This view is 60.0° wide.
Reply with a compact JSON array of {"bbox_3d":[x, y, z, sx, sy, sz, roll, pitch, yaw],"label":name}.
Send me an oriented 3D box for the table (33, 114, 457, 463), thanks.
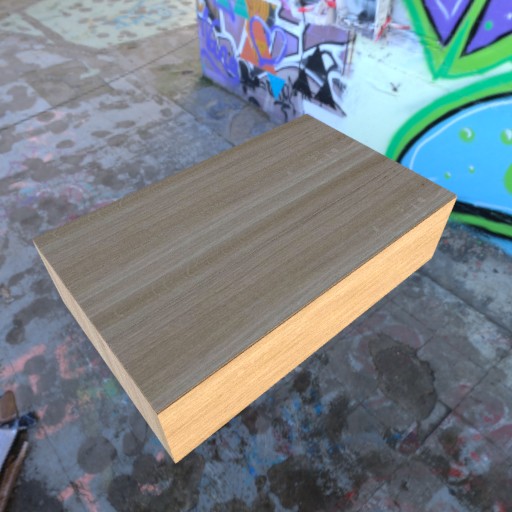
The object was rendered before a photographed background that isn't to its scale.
[{"bbox_3d":[0.000,0.000,1.467,1.110,0.353,0.678,-32,54,-27],"label":"table"}]
